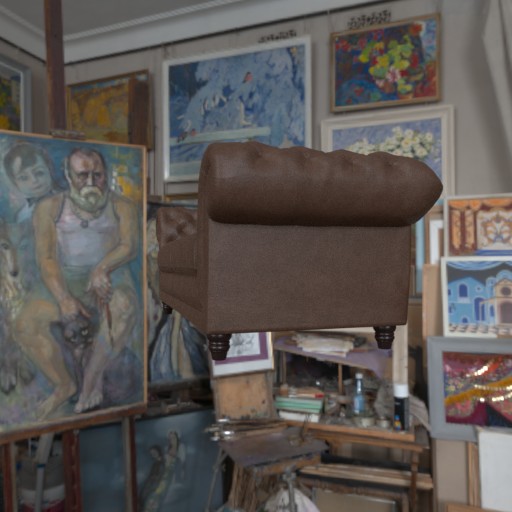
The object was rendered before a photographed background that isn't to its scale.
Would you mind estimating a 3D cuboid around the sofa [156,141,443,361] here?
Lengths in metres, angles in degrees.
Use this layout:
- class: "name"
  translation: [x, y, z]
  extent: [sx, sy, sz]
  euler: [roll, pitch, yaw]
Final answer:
- class: "sofa"
  translation: [0.000, 0.000, 2.475]
  extent: [0.955, 0.784, 2.048]
  euler: [0, -1, -18]
